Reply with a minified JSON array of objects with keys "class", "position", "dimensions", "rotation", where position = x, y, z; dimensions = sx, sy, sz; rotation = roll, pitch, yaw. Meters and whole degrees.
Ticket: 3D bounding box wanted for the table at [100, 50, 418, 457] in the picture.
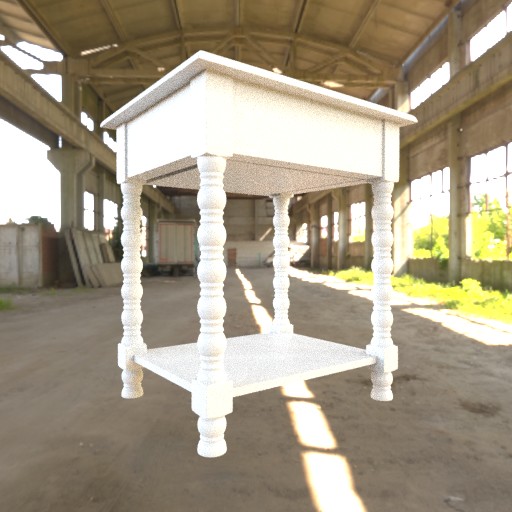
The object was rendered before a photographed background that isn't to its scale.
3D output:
[{"class":"table","position":[0.000,0.000,0.835],"dimensions":[0.460,0.531,0.381],"rotation":[-1,1,-37]}]
